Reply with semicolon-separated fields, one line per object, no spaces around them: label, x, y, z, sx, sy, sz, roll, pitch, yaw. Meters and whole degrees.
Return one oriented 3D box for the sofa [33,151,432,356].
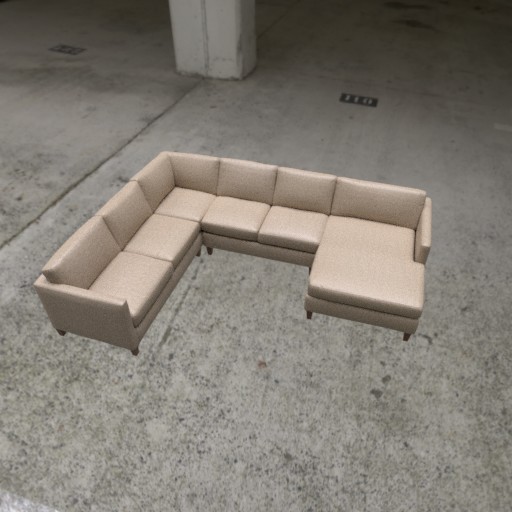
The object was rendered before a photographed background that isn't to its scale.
sofa;0.000;0.000;4.686;3.460;0.961;2.594;11;41;13
